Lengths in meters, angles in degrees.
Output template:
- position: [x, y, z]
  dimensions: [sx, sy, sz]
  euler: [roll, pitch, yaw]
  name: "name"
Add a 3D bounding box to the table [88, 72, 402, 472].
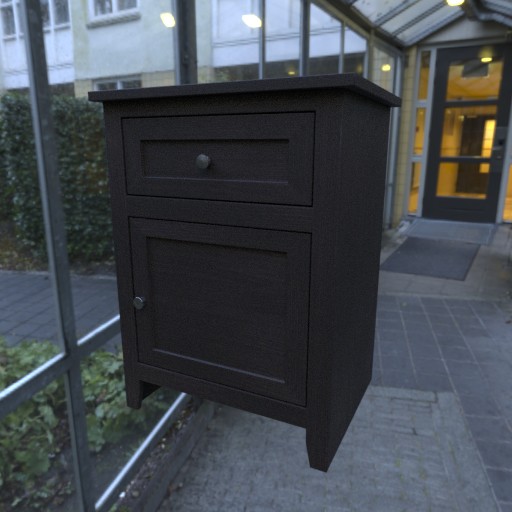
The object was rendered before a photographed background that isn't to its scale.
- position: [0.000, 0.000, 0.927]
  dimensions: [0.480, 0.635, 0.381]
  euler: [7, 16, 26]
  name: "table"
